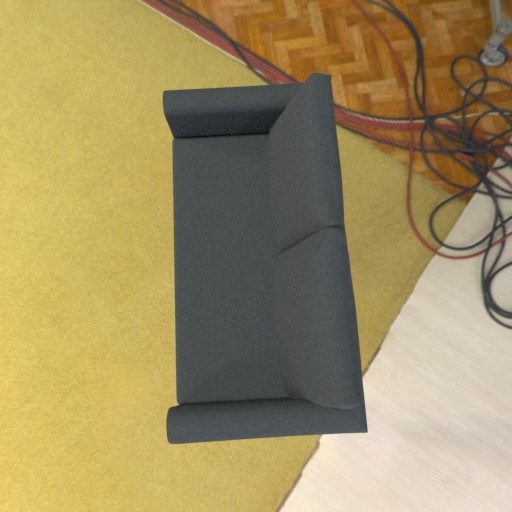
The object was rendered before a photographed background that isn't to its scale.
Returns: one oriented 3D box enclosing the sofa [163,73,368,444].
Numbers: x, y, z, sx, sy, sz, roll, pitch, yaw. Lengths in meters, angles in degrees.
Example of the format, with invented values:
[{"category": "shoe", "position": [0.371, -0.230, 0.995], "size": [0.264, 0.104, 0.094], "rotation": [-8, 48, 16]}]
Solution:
[{"category": "sofa", "position": [0.000, 0.000, 1.952], "size": [0.741, 0.872, 1.460], "rotation": [-3, 77, -1]}]
